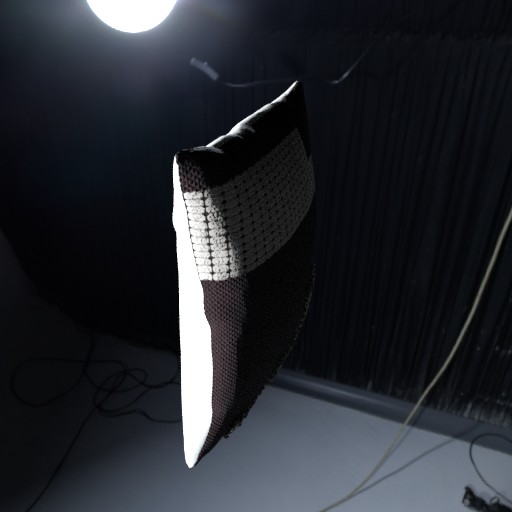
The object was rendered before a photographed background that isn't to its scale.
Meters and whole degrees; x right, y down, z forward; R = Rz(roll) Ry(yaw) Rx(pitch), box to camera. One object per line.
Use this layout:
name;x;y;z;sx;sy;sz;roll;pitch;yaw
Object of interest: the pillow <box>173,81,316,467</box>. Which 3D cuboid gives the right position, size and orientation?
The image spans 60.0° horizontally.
pillow;0.000;0.000;0.709;0.178;0.473;0.475;10;32;17
